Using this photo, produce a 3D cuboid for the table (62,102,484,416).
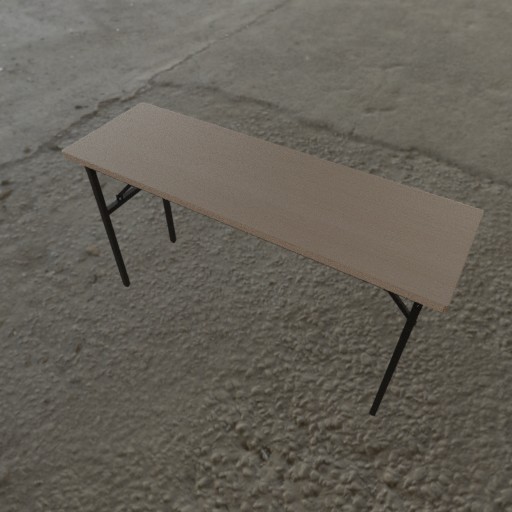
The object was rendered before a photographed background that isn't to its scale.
[{"bbox_3d":[0.000,0.000,1.768,1.397,0.750,0.447,23,50,21],"label":"table"}]
